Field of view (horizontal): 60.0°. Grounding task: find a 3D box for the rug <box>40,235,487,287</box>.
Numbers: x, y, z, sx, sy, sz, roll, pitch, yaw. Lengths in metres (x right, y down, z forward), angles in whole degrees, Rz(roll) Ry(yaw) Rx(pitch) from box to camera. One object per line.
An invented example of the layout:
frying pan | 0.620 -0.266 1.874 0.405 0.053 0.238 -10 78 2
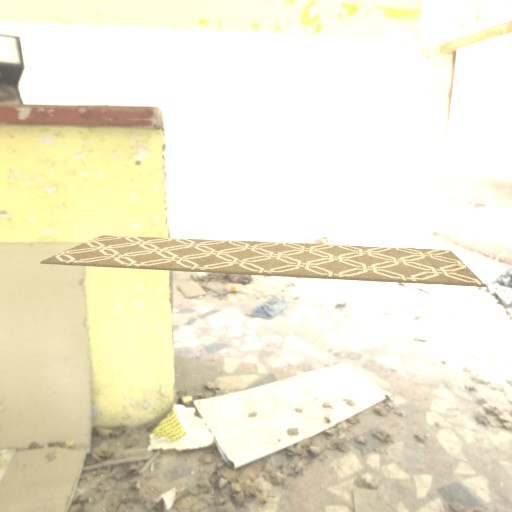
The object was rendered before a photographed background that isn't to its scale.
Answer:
rug | 0.000 0.000 2.549 2.276 0.014 0.678 3 15 10
